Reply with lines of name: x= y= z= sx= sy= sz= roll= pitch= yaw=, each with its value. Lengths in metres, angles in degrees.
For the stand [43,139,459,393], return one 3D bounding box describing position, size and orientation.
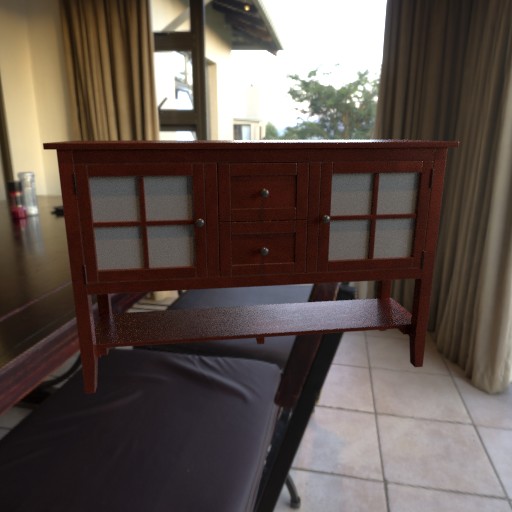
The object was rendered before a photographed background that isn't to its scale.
stand: x=0.000 y=0.000 z=1.738 sx=1.362 sy=0.872 sz=0.410 roll=-2 pitch=16 yaw=-8
